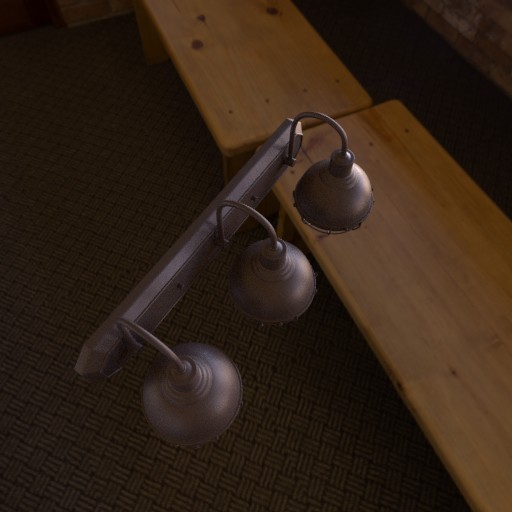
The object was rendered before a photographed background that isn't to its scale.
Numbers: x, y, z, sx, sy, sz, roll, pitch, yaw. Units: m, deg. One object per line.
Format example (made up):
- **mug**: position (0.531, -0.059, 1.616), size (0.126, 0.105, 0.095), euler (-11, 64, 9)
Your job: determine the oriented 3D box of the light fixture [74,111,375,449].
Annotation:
- **light fixture**: position (0.000, 0.000, 0.767), size (0.229, 0.254, 0.634), euler (30, 64, 16)
